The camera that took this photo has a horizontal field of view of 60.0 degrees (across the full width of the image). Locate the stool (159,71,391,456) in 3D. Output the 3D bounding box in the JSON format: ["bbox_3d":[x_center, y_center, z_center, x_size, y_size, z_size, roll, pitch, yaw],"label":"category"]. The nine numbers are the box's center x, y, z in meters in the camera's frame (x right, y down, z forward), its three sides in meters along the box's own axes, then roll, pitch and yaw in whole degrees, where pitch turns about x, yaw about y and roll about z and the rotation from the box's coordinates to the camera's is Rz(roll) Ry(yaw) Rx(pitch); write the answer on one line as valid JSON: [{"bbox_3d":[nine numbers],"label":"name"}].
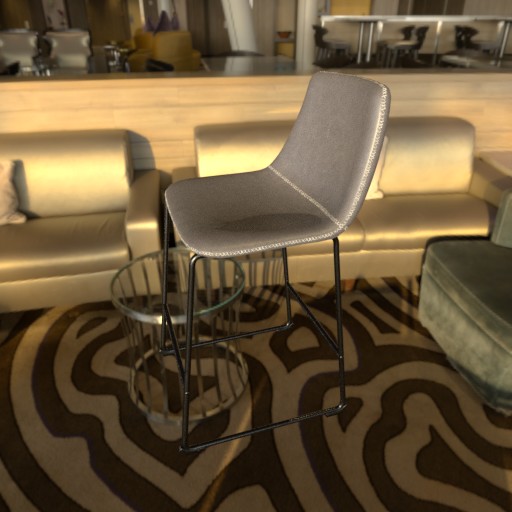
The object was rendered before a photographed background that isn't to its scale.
[{"bbox_3d":[0.000,0.000,1.181,0.546,0.876,0.470,-9,29,-16],"label":"stool"}]
